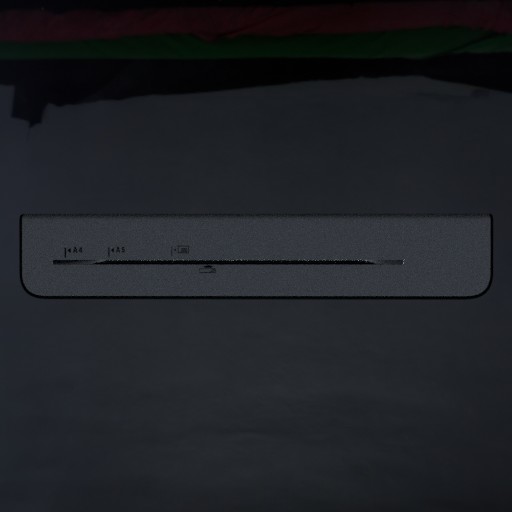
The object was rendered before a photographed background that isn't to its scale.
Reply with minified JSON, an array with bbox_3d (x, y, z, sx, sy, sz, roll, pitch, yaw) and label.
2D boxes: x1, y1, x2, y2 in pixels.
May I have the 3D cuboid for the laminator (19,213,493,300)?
[{"bbox_3d":[0.000,0.000,0.379,0.340,0.062,0.123,0,0,0],"label":"laminator"}]
